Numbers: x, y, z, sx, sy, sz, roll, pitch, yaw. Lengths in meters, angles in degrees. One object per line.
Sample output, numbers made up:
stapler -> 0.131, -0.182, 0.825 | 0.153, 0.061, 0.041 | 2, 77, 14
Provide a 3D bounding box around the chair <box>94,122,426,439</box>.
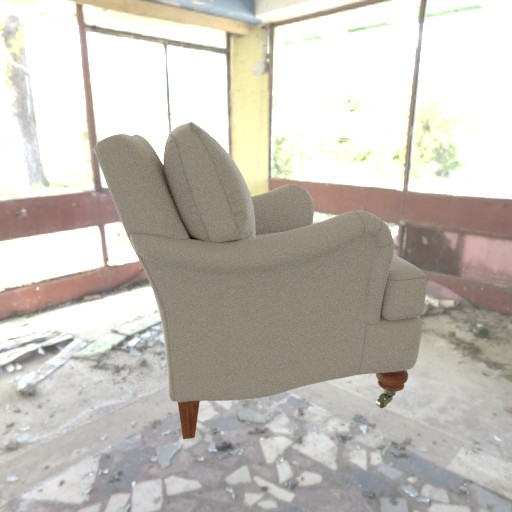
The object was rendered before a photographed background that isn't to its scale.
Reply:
chair -> 0.000, 0.000, 1.826 | 1.070, 1.038, 0.955 | -3, 16, -11
